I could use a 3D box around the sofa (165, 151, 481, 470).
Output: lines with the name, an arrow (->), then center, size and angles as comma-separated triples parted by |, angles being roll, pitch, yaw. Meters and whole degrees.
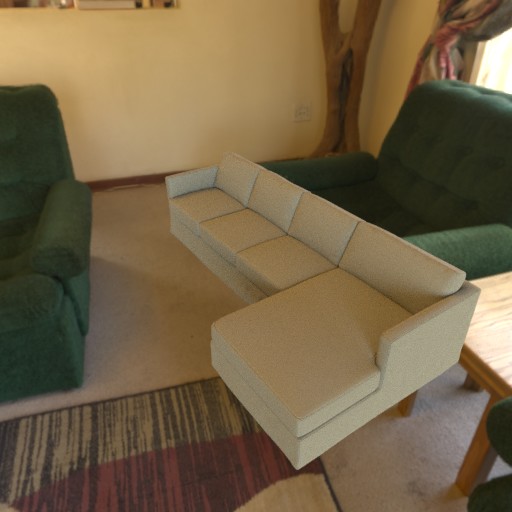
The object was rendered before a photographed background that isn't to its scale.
sofa -> 0.000, 0.000, 3.893 | 1.622, 0.867, 3.177 | -20, 37, -29
